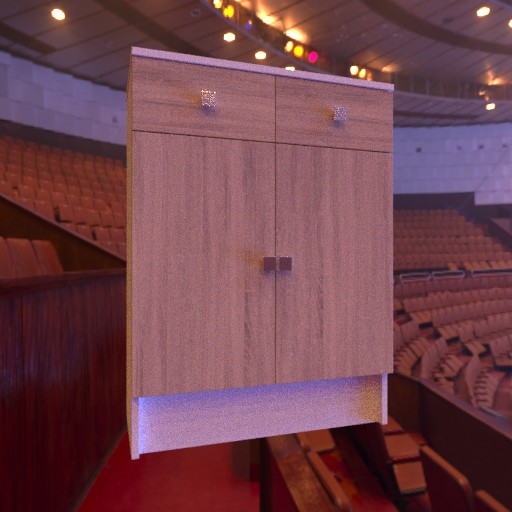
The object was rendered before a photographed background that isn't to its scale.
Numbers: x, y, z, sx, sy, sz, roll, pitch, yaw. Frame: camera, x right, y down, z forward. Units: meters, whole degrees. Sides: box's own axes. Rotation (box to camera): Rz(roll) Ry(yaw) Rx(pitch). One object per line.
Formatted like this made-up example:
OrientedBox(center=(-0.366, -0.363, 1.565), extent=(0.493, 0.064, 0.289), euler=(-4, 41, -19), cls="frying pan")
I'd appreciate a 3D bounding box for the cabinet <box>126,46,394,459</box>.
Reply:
OrientedBox(center=(0.000, 0.000, 1.085), extent=(0.600, 0.815, 0.296), euler=(0, 0, -18), cls="cabinet")
